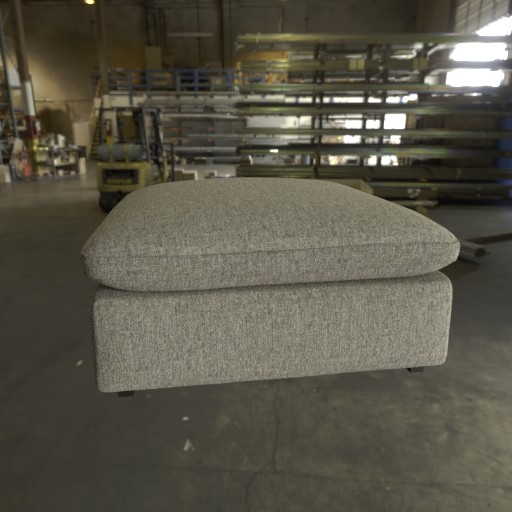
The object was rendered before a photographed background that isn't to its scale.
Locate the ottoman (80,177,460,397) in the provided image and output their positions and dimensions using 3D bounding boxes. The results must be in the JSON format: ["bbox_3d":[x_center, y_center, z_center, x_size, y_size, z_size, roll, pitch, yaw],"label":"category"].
[{"bbox_3d":[0.000,0.000,1.651,1.039,0.526,1.035,-2,16,-8],"label":"ottoman"}]
